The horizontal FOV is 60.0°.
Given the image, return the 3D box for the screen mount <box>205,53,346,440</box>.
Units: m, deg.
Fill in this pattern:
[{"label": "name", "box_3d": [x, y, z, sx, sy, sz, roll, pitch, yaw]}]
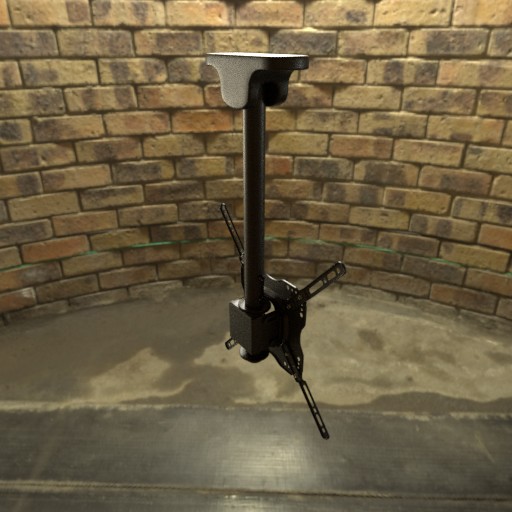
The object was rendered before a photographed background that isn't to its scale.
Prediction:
[{"label": "screen mount", "box_3d": [0.000, 0.000, 0.879, 0.090, 0.729, 0.393, -18, 31, -32]}]
